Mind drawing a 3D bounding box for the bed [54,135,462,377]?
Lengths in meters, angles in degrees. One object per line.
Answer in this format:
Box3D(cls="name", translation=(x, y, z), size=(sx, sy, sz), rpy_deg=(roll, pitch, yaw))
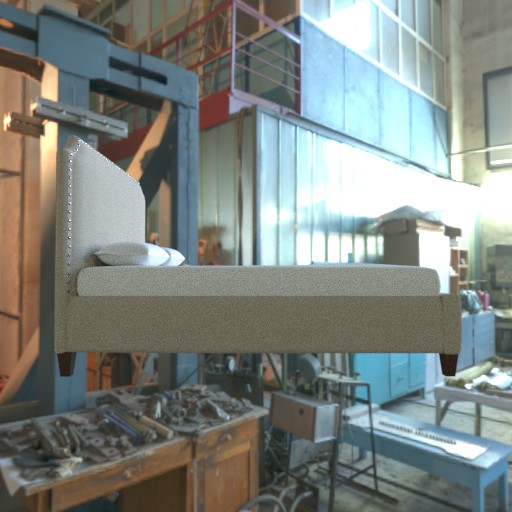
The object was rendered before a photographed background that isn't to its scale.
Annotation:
Box3D(cls="bed", translation=(0.000, 0.000, 3.391), size=(2.372, 1.443, 1.713), rpy_deg=(0, -2, 0))
